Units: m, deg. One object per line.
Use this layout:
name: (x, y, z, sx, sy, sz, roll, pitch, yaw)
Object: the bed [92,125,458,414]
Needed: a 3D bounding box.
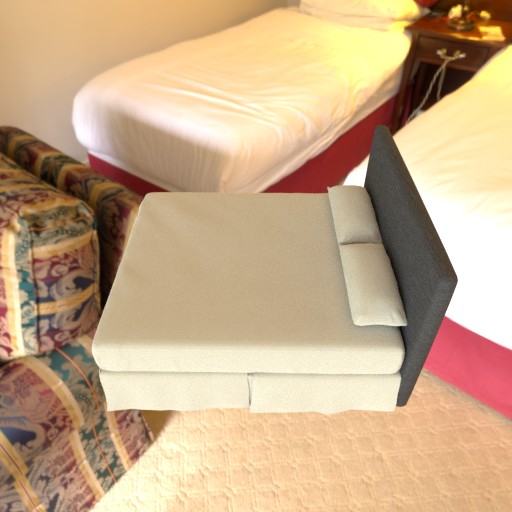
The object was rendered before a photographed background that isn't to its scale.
bed: (0.000, 0.000, 3.375, 2.142, 1.330, 1.884, 1, 41, 1)
